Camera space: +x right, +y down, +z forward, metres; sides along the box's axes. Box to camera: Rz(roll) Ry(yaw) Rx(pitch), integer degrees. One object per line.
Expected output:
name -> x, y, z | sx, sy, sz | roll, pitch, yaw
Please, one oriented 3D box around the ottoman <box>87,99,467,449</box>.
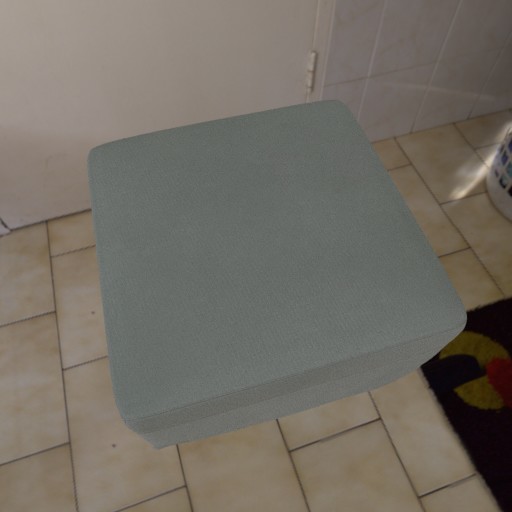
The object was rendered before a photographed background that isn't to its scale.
ottoman -> 0.000, 0.000, 1.312 | 0.842, 0.441, 0.843 | -14, 59, -8
